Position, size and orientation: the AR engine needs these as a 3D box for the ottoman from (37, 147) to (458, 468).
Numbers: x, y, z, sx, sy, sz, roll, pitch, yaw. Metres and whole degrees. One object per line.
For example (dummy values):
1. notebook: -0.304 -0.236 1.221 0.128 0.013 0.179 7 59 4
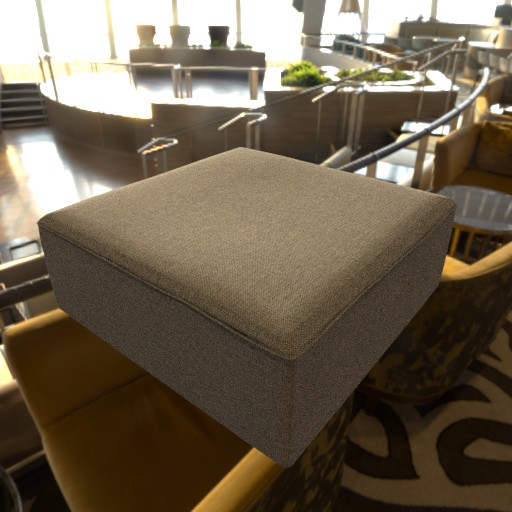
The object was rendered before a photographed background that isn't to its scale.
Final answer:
1. ottoman: 0.000 0.000 1.545 1.017 0.423 1.023 23 37 33
